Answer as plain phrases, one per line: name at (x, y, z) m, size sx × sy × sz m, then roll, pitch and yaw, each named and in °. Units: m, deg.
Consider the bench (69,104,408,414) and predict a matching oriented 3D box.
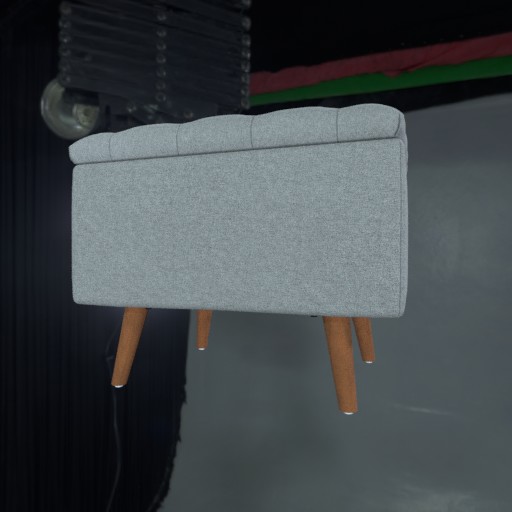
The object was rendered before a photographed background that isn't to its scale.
bench at (0.000, 0.000, 0.884) m, size 0.572 × 0.469 × 0.417 m, roll 0°, pitch 0°, yaw 19°
